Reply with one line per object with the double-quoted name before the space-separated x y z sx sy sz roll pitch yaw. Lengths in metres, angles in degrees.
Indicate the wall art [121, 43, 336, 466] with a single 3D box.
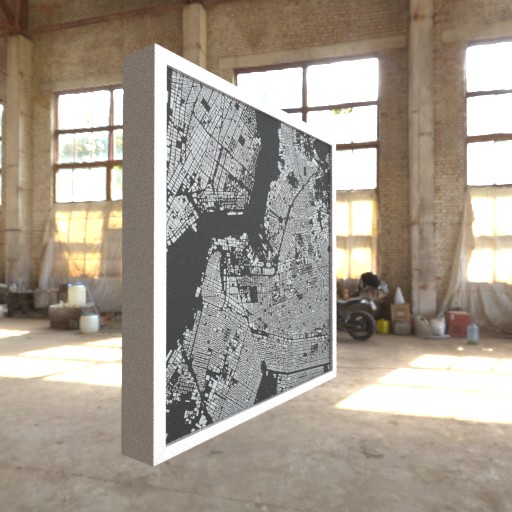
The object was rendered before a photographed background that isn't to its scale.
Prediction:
"wall art" 0.000 0.000 0.454 0.037 0.305 0.305 -1 -1 35
